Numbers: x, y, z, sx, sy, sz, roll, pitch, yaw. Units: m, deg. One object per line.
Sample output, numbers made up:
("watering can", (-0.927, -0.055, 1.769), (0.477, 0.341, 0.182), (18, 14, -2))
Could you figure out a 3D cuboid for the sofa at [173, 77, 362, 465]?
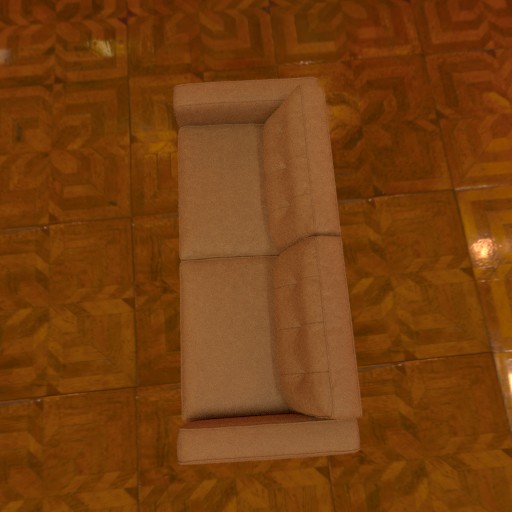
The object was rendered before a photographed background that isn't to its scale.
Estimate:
("sofa", (0.000, 0.000, 2.714), (0.953, 0.780, 2.270), (-3, 74, -1))
